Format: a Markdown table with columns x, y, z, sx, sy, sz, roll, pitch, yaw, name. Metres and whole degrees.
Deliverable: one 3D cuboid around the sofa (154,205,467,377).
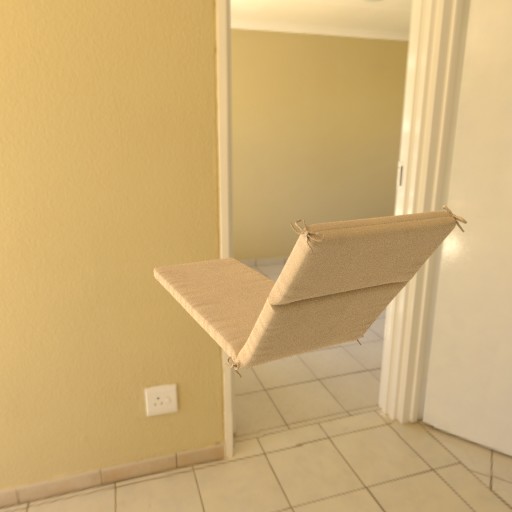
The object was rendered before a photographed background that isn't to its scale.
| x | y | z | sx | sy | sz | roll | pitch | yaw | name |
| --- | --- | --- | --- | --- | --- | --- | --- | --- | --- |
| 0.000 | 0.000 | 1.950 | 0.582 | 0.622 | 1.663 | -8 | 17 | -26 | sofa |
